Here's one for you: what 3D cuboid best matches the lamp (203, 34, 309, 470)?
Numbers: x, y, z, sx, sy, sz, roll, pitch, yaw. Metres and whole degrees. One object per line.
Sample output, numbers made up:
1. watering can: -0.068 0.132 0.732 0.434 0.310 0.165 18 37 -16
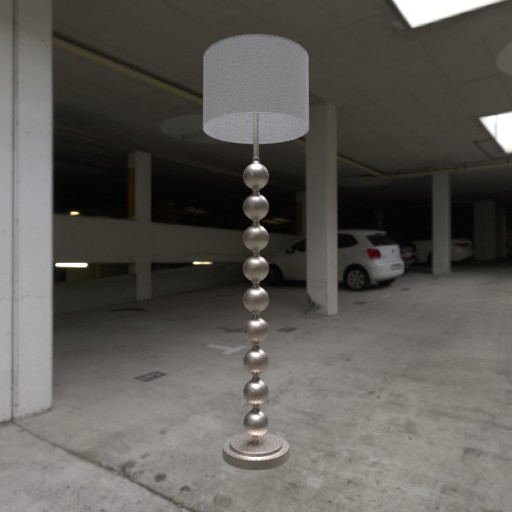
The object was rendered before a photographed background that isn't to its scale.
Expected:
1. lamp: 0.000 0.000 1.653 0.394 1.474 0.394 0 -1 37
